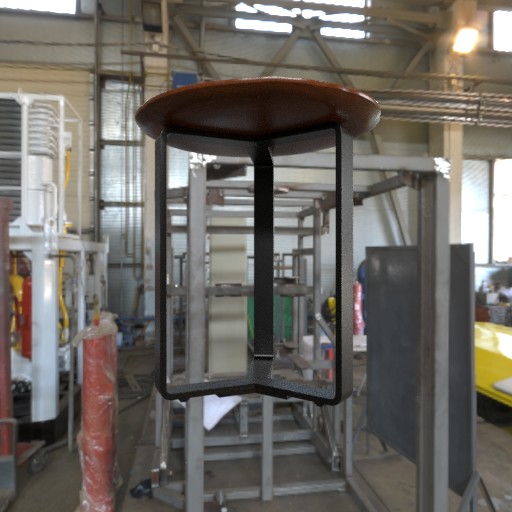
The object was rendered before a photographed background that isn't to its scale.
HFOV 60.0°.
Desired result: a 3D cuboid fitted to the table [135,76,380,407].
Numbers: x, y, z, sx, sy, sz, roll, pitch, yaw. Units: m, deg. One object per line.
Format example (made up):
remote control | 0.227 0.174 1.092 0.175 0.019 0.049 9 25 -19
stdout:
table | 0.000 0.000 0.750 0.410 0.450 0.380 0 0 36
